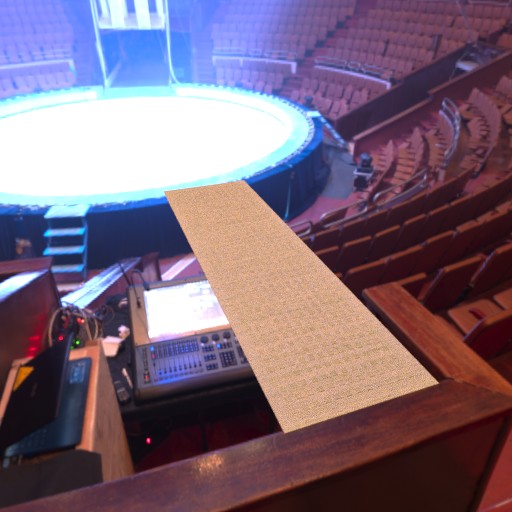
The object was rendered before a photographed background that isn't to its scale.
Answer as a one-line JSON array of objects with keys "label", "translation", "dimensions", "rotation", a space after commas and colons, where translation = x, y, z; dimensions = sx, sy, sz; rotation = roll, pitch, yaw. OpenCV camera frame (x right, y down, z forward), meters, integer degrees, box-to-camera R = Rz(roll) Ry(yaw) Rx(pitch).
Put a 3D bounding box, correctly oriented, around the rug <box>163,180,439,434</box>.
[{"label": "rug", "translation": [0.000, 0.000, 2.688], "dimensions": [0.686, 0.006, 2.437], "rotation": [-11, 32, -17]}]
